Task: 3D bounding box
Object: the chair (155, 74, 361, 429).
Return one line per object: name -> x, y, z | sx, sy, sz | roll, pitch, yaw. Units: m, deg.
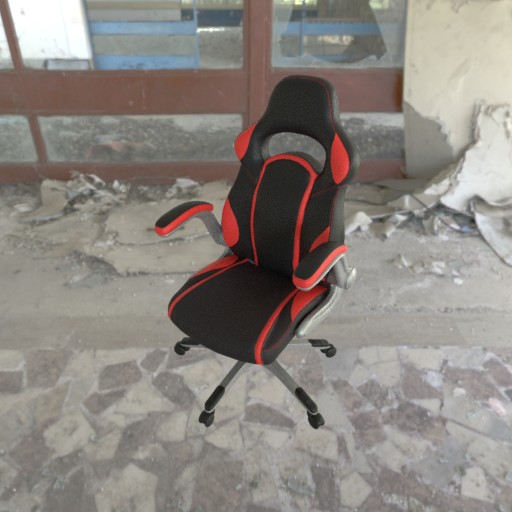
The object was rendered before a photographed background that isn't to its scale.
chair -> 0.000, 0.000, 1.628 | 0.758, 1.165, 0.712 | 20, 36, 29
